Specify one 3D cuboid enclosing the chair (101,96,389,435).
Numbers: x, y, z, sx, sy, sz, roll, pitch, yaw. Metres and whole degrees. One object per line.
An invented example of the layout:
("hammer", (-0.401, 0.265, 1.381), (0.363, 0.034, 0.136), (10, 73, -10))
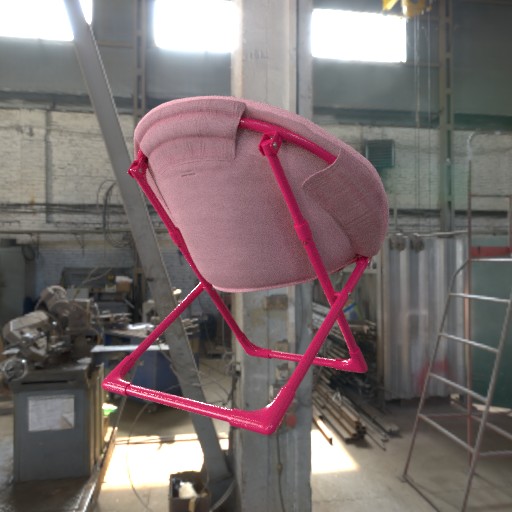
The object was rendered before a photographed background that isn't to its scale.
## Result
("chair", (0.000, 0.000, 0.886), (0.522, 0.494, 0.459), (-1, -1, 36))
